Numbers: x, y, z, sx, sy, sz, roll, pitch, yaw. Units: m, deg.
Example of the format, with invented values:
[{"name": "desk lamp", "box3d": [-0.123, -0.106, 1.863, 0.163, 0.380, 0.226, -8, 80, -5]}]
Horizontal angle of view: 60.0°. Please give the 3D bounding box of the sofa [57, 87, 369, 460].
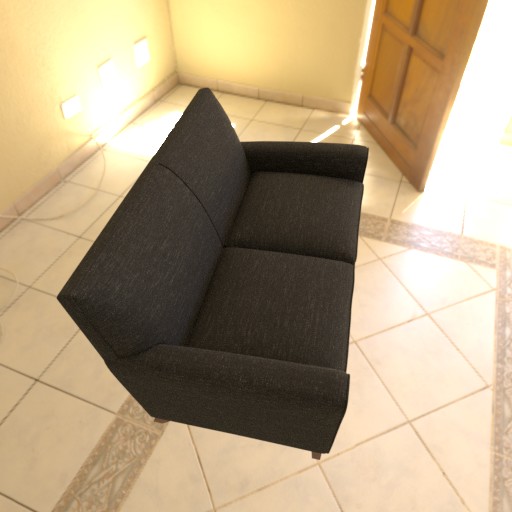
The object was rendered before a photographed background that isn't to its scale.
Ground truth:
[{"name": "sofa", "box3d": [0.000, 0.000, 1.945, 0.875, 0.846, 1.420, 9, 46, 9]}]
